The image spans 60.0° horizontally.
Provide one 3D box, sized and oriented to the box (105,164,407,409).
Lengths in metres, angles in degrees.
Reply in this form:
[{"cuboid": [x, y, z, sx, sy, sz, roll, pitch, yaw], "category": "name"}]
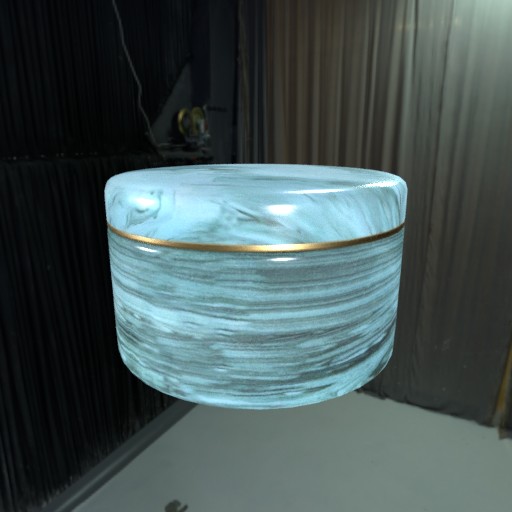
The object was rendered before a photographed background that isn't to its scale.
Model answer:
[{"cuboid": [0.000, 0.000, 0.163, 0.101, 0.063, 0.101, 0, 15, 0], "category": "box"}]
